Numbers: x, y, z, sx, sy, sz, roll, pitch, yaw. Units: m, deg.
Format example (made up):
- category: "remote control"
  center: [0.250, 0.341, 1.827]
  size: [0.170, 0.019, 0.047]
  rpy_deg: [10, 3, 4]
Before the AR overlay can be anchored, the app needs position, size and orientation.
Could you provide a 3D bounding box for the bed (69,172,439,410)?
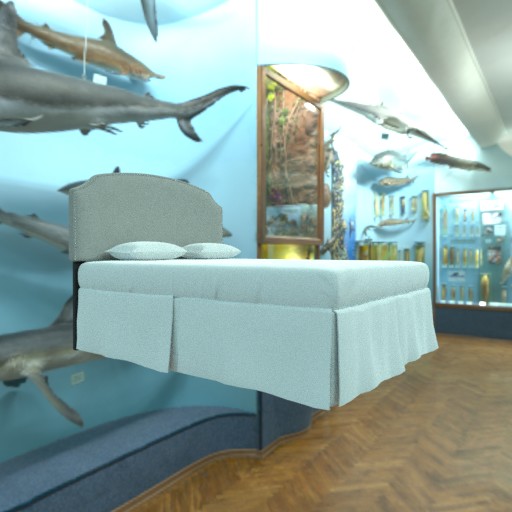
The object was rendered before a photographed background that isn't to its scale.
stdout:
- category: "bed"
  center: [0.000, 0.000, 2.991]
  size: [1.999, 1.270, 1.558]
  rpy_deg: [0, 1, 36]
